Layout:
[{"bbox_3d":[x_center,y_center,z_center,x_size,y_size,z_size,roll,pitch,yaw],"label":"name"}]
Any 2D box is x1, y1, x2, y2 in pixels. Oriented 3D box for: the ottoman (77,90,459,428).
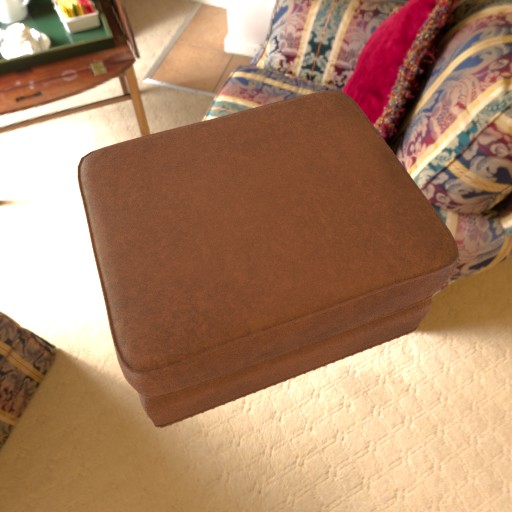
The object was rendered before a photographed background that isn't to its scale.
[{"bbox_3d":[0.000,0.000,1.136,0.738,0.537,0.589,-18,60,-11],"label":"ottoman"}]
